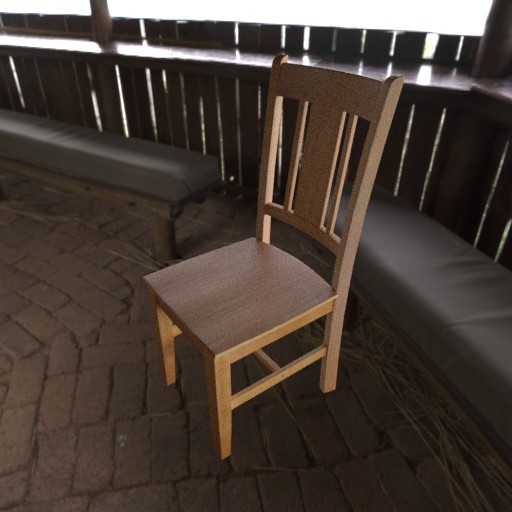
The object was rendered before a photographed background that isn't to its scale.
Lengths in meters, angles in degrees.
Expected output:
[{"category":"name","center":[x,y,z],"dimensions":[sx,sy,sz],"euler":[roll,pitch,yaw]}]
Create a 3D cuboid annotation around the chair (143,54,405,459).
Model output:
[{"category":"chair","center":[0.000,0.000,1.292],"dimensions":[0.556,0.998,0.450],"euler":[-21,37,-30]}]
